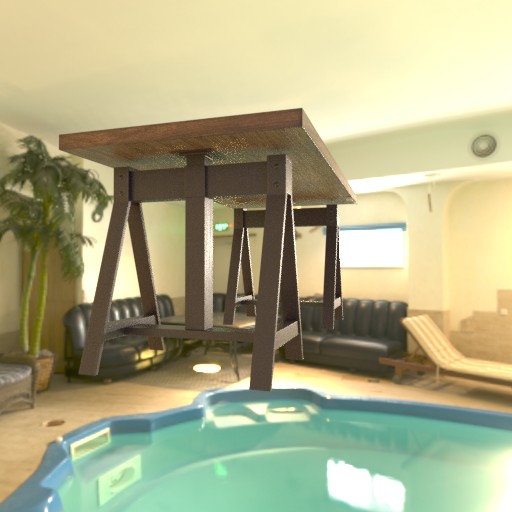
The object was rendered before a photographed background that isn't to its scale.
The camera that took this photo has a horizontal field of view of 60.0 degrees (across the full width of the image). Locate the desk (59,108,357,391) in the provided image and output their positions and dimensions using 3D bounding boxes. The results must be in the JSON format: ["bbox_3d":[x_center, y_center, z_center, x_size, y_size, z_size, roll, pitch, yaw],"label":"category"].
[{"bbox_3d":[0.000,0.000,1.963,0.784,0.725,1.543,0,-1,18],"label":"desk"}]
